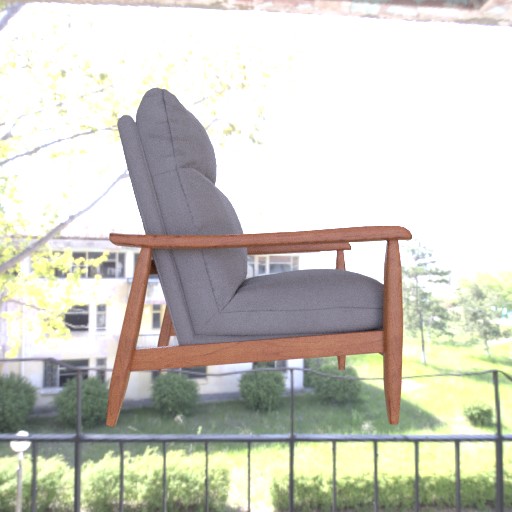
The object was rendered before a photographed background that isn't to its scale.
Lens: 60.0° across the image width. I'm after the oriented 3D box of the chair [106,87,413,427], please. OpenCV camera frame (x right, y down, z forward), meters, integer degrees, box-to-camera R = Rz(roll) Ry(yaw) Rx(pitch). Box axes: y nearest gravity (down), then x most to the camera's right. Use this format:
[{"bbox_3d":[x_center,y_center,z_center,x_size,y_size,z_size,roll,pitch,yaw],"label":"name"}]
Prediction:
[{"bbox_3d":[0.000,0.000,1.520,0.816,0.922,0.782,0,-2,-1],"label":"chair"}]
